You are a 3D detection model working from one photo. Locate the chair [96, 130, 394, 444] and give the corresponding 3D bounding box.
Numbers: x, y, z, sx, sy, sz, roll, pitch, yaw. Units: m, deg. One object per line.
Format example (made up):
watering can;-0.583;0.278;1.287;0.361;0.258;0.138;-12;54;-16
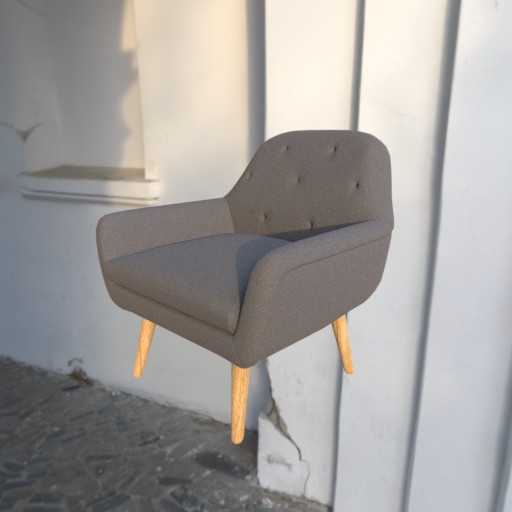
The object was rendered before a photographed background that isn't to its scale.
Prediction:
chair;0.000;0.000;1.451;0.770;0.800;0.779;14;21;42
